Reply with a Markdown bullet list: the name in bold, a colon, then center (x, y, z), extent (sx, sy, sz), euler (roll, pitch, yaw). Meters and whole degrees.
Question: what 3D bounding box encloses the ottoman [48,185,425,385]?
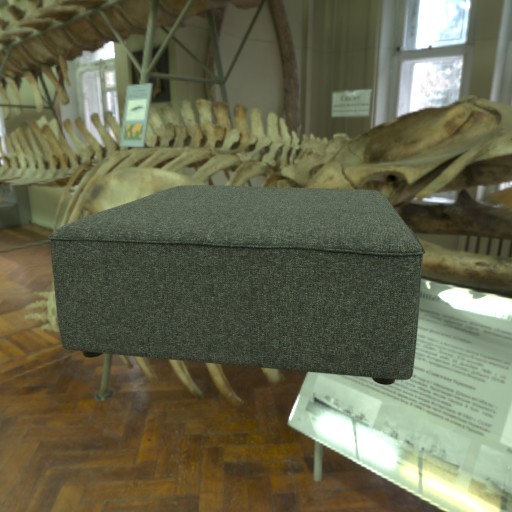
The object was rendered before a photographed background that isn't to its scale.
- **ottoman**: center (0.000, 0.000, 1.645), extent (1.017, 0.423, 1.021), euler (3, 16, 10)
